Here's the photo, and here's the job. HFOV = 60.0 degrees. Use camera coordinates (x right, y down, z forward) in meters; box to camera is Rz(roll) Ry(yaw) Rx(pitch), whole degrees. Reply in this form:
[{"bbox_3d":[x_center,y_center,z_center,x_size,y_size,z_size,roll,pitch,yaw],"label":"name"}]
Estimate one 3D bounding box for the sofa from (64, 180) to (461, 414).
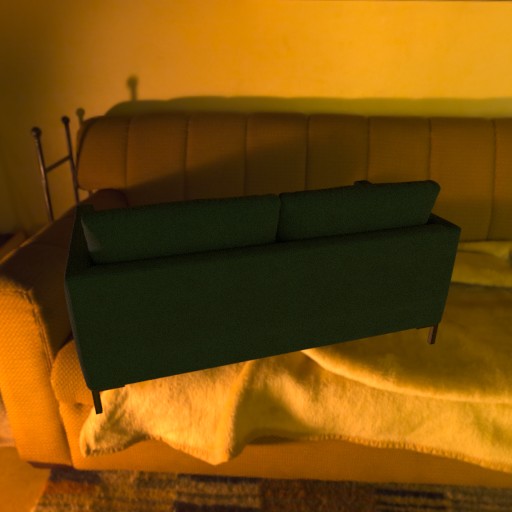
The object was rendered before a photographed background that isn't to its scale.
[{"bbox_3d":[0.000,0.000,2.194,1.676,0.817,0.875,-7,26,-16],"label":"sofa"}]
